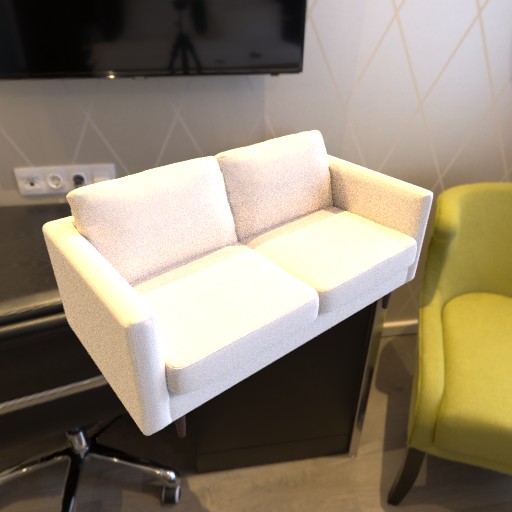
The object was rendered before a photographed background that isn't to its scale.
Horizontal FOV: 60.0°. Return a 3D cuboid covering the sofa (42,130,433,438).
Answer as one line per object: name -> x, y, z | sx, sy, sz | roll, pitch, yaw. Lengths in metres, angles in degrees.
sofa -> 0.000, 0.000, 2.235 | 1.713, 0.893, 0.940 | -23, 39, -32
